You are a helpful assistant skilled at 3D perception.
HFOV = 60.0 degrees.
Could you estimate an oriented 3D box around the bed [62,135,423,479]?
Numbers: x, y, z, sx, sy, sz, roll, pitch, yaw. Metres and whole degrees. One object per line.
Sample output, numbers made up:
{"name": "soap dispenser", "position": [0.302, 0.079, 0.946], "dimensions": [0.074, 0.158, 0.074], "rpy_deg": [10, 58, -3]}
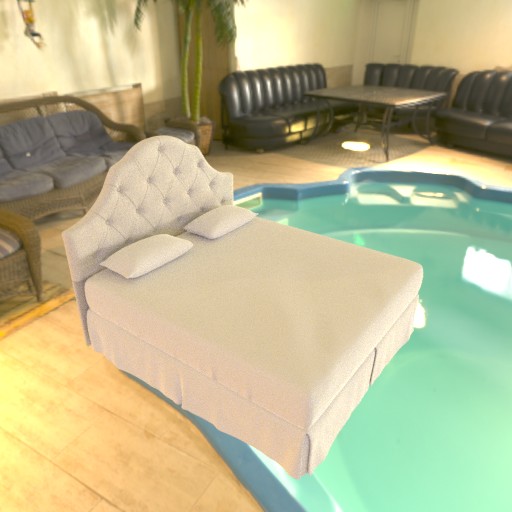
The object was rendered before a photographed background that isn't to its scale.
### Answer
{"name": "bed", "position": [0.000, 0.000, 3.568], "dimensions": [2.214, 1.615, 2.008], "rpy_deg": [19, 33, 32]}
